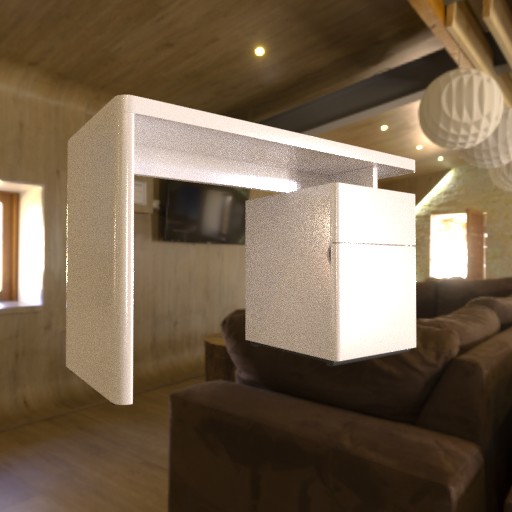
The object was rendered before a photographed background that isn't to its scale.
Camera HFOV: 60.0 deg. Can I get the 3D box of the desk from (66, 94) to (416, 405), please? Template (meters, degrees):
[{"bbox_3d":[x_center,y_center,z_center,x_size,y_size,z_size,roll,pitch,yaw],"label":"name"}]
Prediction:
[{"bbox_3d":[0.000,0.000,1.622,1.200,0.760,0.550,1,-1,-36],"label":"desk"}]
